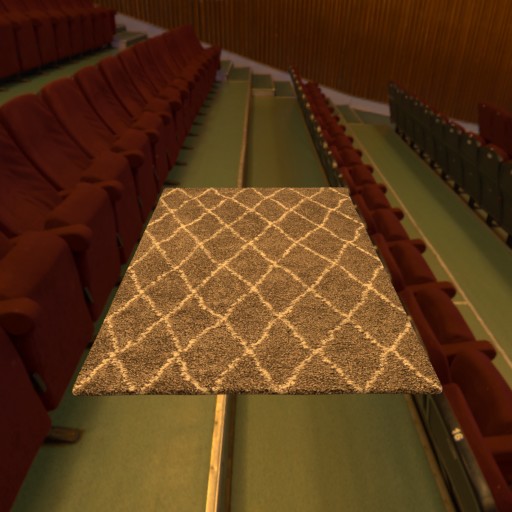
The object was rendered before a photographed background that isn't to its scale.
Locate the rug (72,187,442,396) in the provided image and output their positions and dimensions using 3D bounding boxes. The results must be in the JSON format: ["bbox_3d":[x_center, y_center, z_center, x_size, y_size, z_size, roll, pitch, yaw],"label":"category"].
[{"bbox_3d":[0.000,0.000,2.215,1.219,0.030,1.778,0,30,0],"label":"rug"}]
